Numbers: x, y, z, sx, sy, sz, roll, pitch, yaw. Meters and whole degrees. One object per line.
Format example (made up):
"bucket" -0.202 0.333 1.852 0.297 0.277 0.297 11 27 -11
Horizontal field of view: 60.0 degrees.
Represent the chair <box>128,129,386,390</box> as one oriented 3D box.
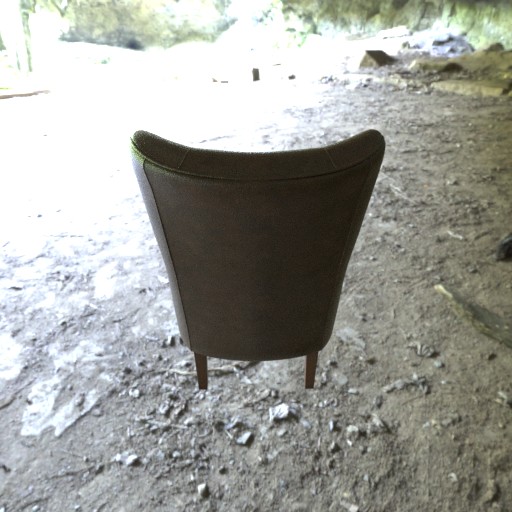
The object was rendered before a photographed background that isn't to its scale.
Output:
"chair" 0.000 0.000 1.645 0.692 1.048 0.914 0 30 -1
